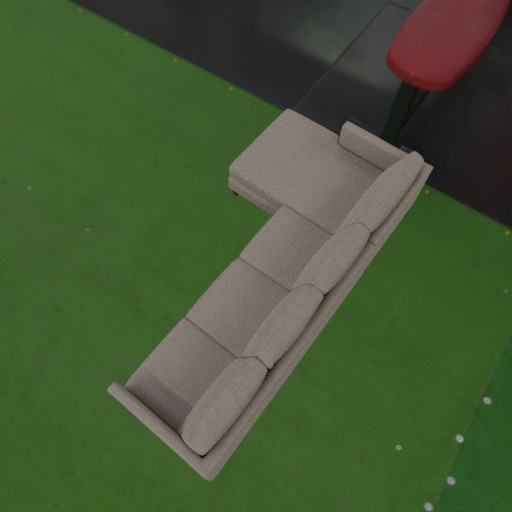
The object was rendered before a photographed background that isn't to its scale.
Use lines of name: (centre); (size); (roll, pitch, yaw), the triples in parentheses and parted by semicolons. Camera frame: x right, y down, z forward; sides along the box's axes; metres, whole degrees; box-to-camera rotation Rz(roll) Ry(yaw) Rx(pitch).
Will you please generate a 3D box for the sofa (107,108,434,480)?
sofa: (0.000, 0.000, 3.863); (1.625, 0.846, 3.186); (35, 68, 16)
